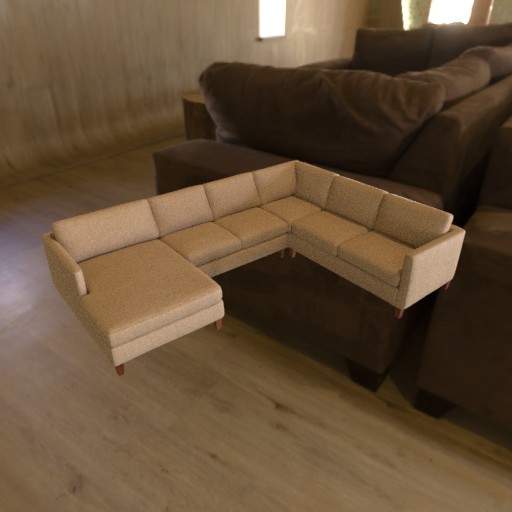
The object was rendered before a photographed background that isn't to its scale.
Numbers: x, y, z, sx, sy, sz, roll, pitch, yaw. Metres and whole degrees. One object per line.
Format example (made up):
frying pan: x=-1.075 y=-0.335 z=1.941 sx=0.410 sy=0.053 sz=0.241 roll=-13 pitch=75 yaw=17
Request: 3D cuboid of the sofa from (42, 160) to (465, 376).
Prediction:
sofa: x=0.000 y=0.000 z=4.482 sx=3.403 sy=0.889 sz=2.551 roll=-21 pitch=36 yaw=-33
